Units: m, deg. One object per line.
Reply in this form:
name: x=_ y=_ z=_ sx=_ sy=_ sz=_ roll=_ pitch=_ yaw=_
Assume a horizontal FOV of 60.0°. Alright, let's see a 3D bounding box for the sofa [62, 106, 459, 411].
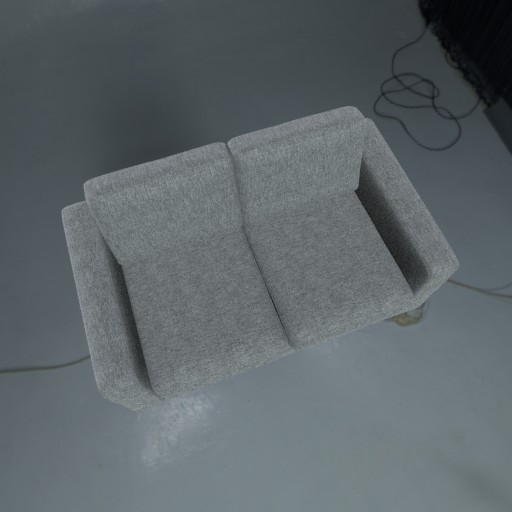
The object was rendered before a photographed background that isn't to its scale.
sofa: x=0.000 y=0.000 z=2.010 sx=1.520 sy=0.800 sz=0.900 roll=-18 pitch=66 yaw=-8
